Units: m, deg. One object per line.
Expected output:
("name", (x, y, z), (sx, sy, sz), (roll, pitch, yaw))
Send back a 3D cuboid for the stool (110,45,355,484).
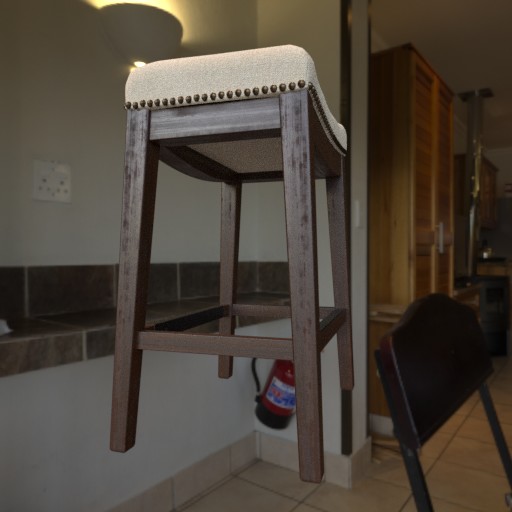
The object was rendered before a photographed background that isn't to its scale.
("stool", (0.000, 0.000, 0.943), (0.363, 0.669, 0.509), (0, 0, 18))
